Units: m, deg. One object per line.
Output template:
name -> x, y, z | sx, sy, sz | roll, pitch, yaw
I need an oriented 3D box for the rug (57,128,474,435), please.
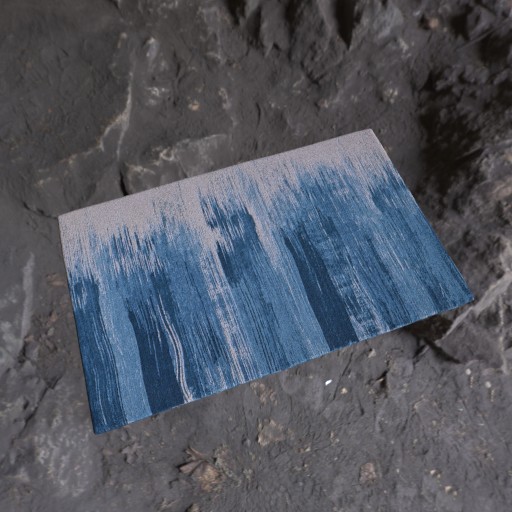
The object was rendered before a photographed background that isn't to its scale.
rug -> 0.000, 0.000, 2.973 | 2.450, 0.027, 1.540 | -17, 65, -8
